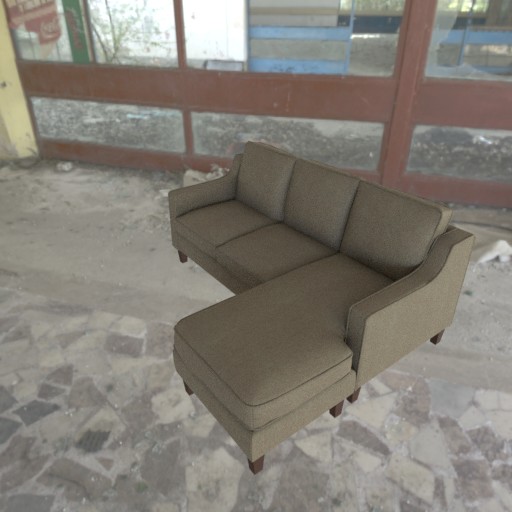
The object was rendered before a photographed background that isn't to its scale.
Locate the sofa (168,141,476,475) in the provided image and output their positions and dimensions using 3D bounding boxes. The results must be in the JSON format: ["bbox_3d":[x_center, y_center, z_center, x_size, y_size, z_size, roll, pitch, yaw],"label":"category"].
[{"bbox_3d":[0.000,0.000,3.288,1.858,1.081,2.317,-21,36,-32],"label":"sofa"}]
